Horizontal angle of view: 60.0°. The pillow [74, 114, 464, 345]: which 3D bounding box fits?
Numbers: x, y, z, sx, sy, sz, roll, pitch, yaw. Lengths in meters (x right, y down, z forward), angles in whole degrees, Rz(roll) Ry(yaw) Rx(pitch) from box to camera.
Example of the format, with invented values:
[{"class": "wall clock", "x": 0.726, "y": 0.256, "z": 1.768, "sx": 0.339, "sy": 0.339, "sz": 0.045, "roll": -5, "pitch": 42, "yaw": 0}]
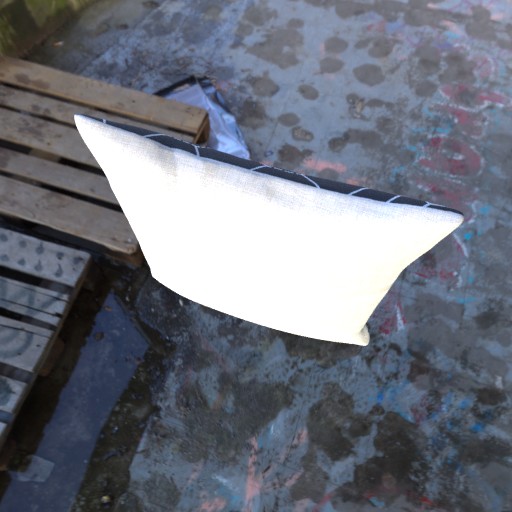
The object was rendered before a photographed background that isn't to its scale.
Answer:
[{"class": "pillow", "x": 0.000, "y": 0.000, "z": 0.779, "sx": 0.517, "sy": 0.508, "sz": 0.158, "roll": 17, "pitch": 64, "yaw": 8}]
